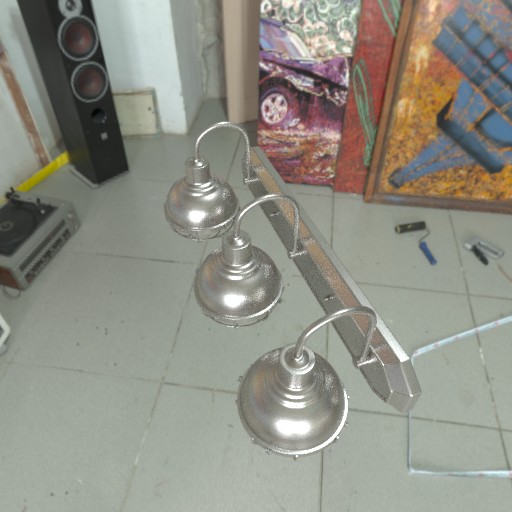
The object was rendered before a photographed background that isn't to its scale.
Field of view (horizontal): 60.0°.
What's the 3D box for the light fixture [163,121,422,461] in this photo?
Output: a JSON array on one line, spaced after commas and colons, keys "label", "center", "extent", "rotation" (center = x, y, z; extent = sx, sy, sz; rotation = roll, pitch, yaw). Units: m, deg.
[{"label": "light fixture", "center": [0.000, 0.000, 0.765], "extent": [0.229, 0.254, 0.634], "rotation": [-15, 48, -14]}]
